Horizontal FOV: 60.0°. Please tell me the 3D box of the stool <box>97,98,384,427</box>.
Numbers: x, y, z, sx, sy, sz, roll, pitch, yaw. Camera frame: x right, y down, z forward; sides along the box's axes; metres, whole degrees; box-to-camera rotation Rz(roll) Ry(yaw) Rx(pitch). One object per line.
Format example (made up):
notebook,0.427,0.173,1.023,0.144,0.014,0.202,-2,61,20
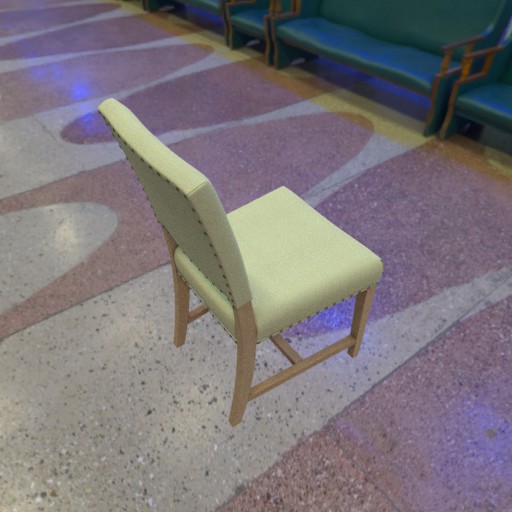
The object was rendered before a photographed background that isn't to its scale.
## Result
stool,0.000,0.000,1.362,0.623,0.986,0.508,-26,50,-25
